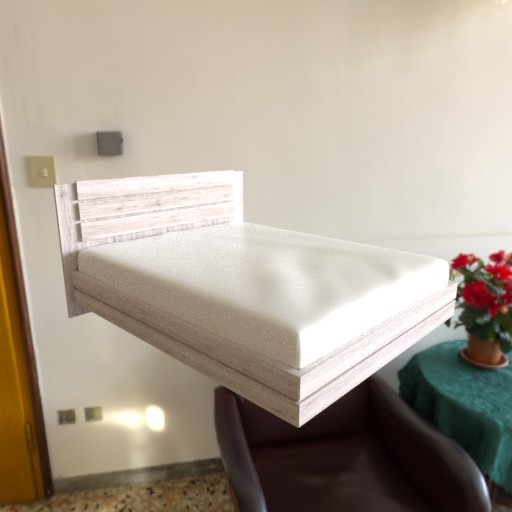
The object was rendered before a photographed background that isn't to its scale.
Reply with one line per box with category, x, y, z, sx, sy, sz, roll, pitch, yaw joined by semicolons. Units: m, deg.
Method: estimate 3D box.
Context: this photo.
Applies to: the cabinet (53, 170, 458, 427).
cabinet;0.000;0.000;2.989;2.080;0.970;1.750;14;21;42
